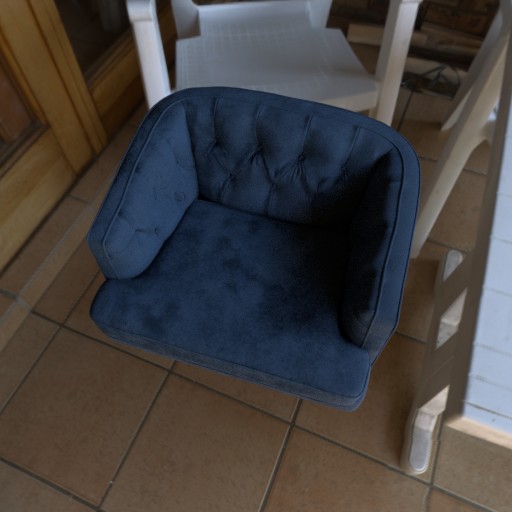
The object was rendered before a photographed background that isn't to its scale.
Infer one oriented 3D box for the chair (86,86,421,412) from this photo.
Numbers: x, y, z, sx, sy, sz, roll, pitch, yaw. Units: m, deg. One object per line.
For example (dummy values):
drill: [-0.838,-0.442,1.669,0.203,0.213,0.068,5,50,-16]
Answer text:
chair: [0.000,0.000,1.791,1.094,0.852,0.940,14,60,9]
